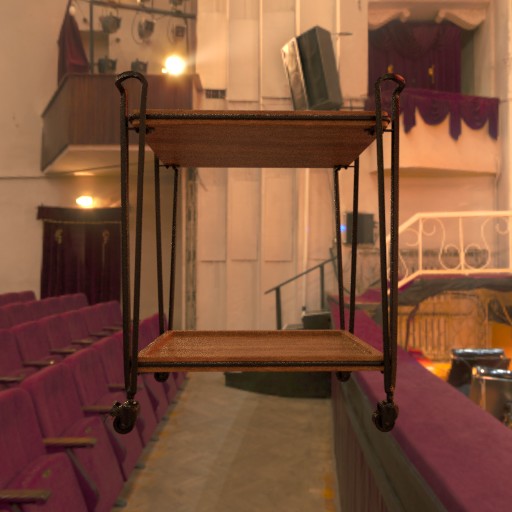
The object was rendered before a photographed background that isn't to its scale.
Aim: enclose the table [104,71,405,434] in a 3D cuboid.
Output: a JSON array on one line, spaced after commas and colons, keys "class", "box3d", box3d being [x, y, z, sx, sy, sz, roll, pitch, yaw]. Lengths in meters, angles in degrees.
[{"class": "table", "box3d": [0.000, 0.000, 1.200, 0.672, 0.785, 0.505, 0, -1, -1]}]
